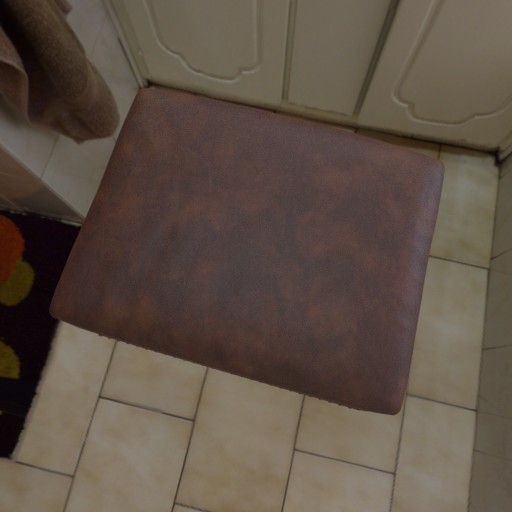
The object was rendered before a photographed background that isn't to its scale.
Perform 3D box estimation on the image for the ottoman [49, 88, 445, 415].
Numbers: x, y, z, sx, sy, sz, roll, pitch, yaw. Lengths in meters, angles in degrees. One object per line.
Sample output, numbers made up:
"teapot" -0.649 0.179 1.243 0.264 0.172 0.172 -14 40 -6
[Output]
"ottoman" 0.000 0.000 1.114 0.742 0.486 0.586 15 75 4
